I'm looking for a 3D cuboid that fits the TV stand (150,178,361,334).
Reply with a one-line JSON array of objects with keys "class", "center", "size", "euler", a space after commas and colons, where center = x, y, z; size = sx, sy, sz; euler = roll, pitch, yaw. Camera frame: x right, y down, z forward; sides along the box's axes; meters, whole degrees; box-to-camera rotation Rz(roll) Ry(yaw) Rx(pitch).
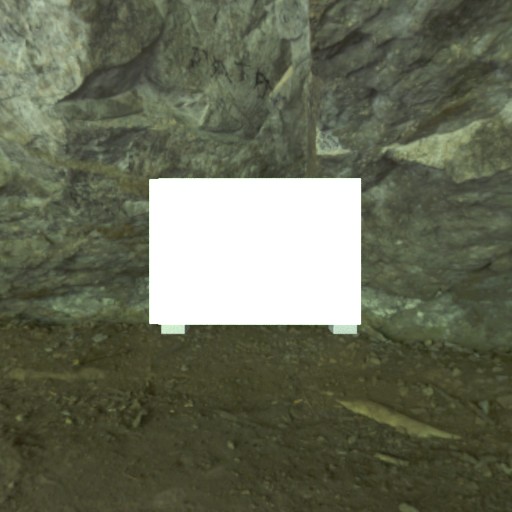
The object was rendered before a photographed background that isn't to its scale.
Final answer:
[{"class": "TV stand", "center": [0.000, 0.000, 1.580], "size": [0.420, 0.310, 1.400], "euler": [0, 0, 0]}]
